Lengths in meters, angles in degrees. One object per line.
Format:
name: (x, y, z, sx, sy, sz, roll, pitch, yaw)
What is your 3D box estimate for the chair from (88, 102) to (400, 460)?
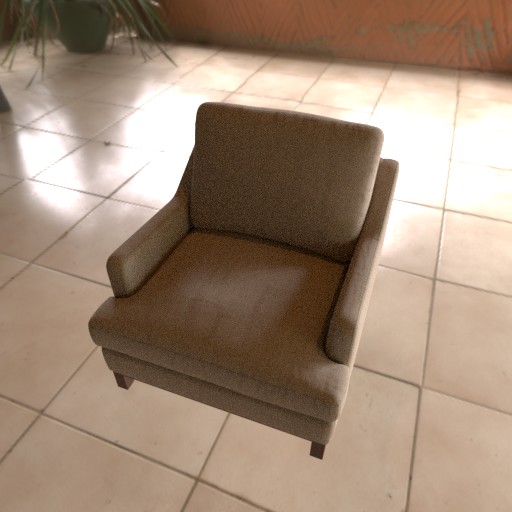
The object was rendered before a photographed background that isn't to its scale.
chair: (0.000, 0.000, 1.724, 0.912, 0.916, 1.001, 14, 42, 16)
